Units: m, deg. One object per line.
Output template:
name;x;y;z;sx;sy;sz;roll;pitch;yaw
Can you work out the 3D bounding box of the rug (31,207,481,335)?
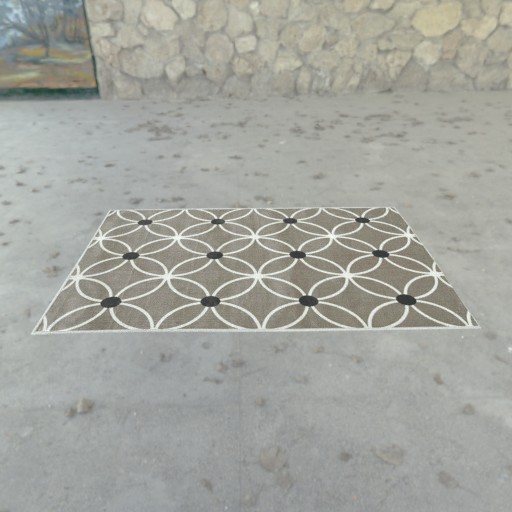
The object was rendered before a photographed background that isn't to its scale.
rug;0.000;0.000;2.889;2.284;0.008;1.522;-1;30;-1
